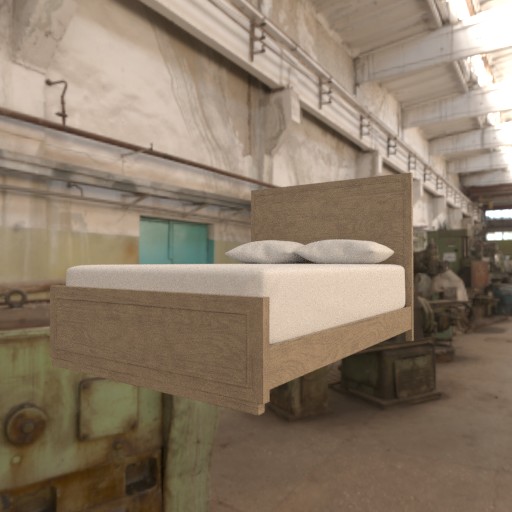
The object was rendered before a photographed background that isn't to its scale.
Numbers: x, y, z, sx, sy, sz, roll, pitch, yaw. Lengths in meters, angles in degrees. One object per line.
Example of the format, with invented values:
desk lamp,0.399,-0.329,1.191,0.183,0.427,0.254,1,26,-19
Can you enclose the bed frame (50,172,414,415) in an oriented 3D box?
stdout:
bed frame,0.000,0.000,3.198,1.606,1.369,2.189,-1,-1,35
